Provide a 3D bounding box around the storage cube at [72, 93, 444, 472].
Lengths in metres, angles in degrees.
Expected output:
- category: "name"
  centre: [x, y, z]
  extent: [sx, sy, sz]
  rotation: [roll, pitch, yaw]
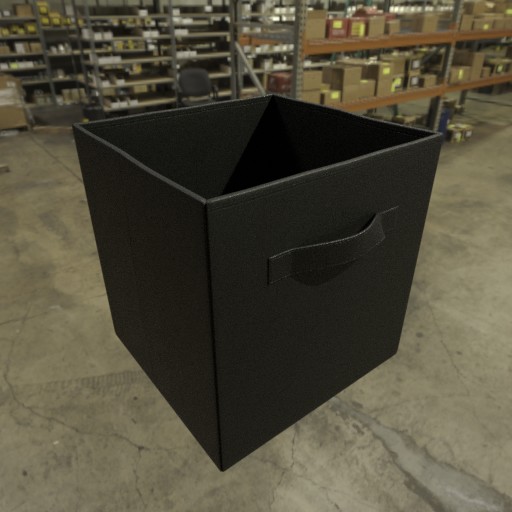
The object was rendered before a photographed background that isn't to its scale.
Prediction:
- category: "storage cube"
  centre: [0.000, 0.000, 0.495]
  extent: [0.270, 0.280, 0.270]
  rotation: [-21, 37, -32]
